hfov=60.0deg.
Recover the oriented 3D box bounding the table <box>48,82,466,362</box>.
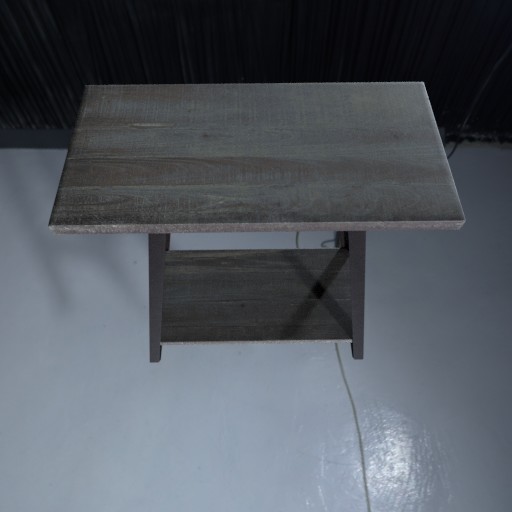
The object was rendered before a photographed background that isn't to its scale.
[{"bbox_3d":[0.000,0.000,1.012,0.599,0.701,0.300,-1,60,0],"label":"table"}]
